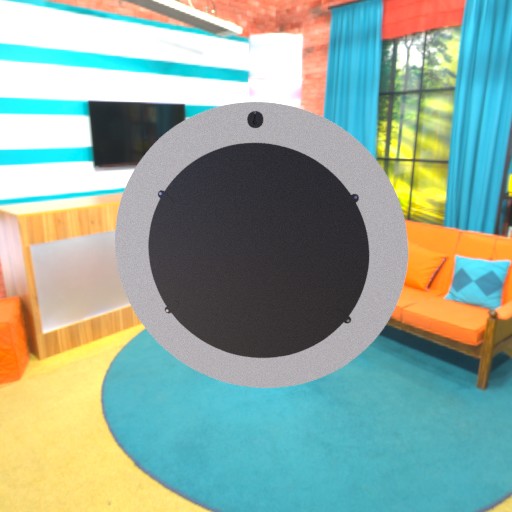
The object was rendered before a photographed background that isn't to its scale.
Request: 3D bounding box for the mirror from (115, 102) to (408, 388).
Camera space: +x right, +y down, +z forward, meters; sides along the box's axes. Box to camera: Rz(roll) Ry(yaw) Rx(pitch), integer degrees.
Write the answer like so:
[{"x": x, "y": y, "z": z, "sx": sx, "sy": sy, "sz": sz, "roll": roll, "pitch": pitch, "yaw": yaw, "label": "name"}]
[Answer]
[{"x": 0.000, "y": 0.000, "z": 1.391, "sx": 0.914, "sy": 0.914, "sz": 0.038, "roll": 2, "pitch": 16, "yaw": 8, "label": "mirror"}]
